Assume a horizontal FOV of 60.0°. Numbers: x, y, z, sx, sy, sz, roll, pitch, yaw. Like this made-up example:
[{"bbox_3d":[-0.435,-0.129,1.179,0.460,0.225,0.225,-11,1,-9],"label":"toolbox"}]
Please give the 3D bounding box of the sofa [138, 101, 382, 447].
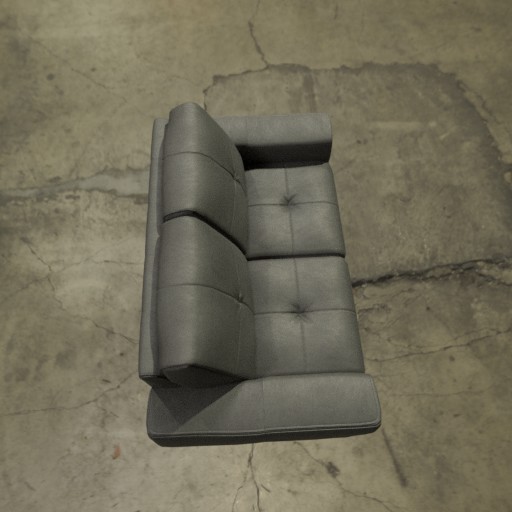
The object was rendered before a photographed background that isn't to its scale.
[{"bbox_3d":[0.000,0.000,2.324,1.018,0.907,1.806,-3,64,-1],"label":"sofa"}]
